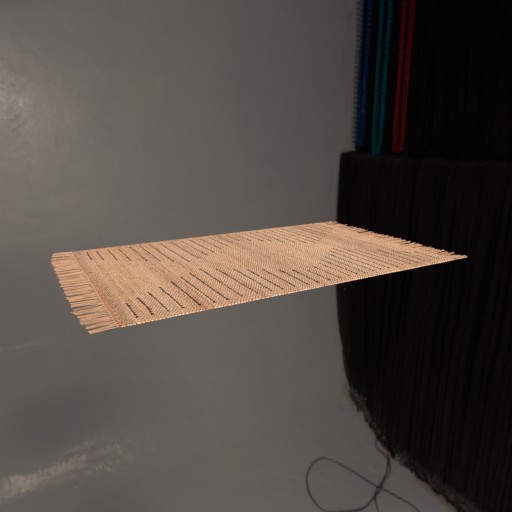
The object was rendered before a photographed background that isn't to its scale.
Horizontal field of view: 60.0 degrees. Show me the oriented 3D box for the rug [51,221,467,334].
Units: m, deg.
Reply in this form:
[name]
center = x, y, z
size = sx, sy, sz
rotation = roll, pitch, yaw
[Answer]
[rug]
center = 0.000, 0.000, 2.534
size = 2.085, 0.027, 1.224
rotation = -8, 17, -28
